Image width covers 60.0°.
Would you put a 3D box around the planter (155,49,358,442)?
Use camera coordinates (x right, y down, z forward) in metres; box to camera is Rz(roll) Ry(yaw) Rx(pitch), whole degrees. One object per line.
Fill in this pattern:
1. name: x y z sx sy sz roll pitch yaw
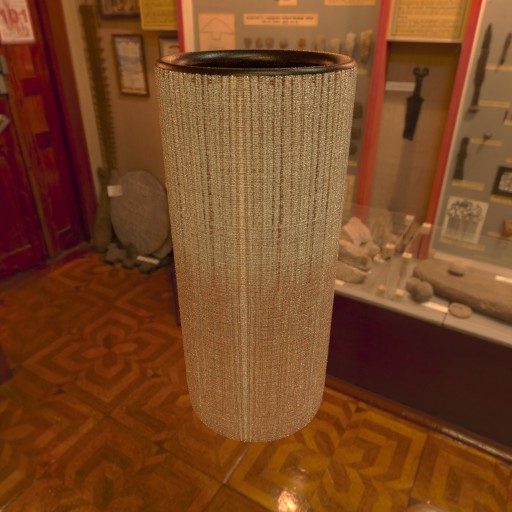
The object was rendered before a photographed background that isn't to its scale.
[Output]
1. planter: 0.000 0.000 0.277 0.100 0.227 0.100 18 34 28
